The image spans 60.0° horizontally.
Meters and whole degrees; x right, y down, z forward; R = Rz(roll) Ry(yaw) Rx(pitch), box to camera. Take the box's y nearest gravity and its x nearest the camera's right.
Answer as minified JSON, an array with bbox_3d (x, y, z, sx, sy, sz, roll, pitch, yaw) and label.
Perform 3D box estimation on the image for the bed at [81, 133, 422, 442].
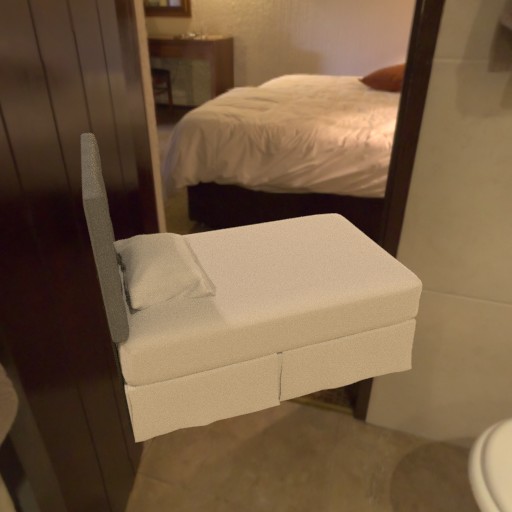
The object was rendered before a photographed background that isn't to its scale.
[{"bbox_3d":[0.000,0.000,3.024,1.997,1.571,1.261,-10,31,-17],"label":"bed"}]
